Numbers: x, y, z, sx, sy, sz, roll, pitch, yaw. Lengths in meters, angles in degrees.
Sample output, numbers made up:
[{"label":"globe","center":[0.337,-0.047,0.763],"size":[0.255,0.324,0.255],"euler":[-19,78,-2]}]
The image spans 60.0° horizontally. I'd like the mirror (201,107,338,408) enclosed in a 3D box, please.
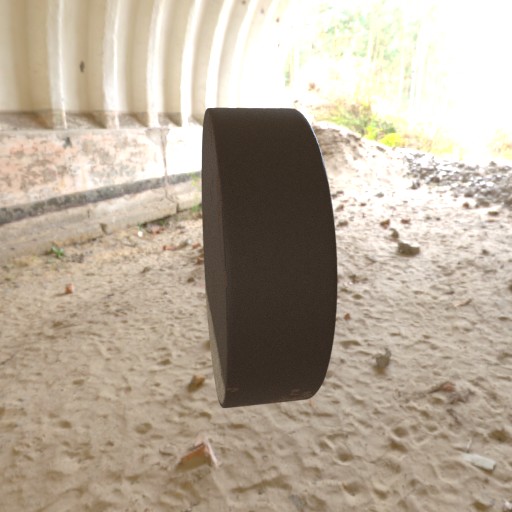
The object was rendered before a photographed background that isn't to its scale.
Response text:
[{"label":"mirror","center":[0.000,0.000,0.608],"size":[0.126,0.386,0.386],"euler":[-3,17,-10]}]
